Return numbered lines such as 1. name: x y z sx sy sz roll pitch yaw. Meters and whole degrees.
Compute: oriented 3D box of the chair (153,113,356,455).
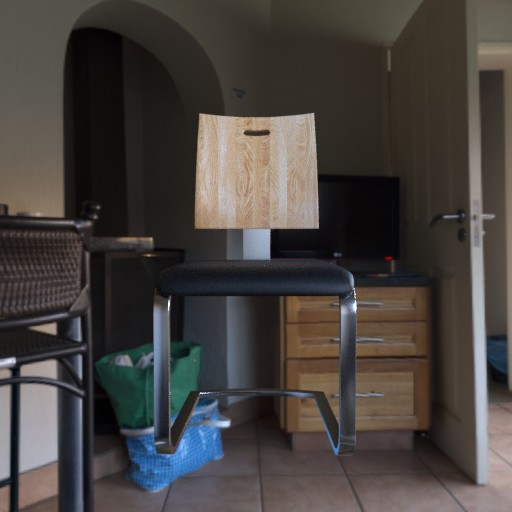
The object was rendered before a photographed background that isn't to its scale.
1. chair: 0.000 0.000 1.244 0.462 0.936 0.560 0 0 1
